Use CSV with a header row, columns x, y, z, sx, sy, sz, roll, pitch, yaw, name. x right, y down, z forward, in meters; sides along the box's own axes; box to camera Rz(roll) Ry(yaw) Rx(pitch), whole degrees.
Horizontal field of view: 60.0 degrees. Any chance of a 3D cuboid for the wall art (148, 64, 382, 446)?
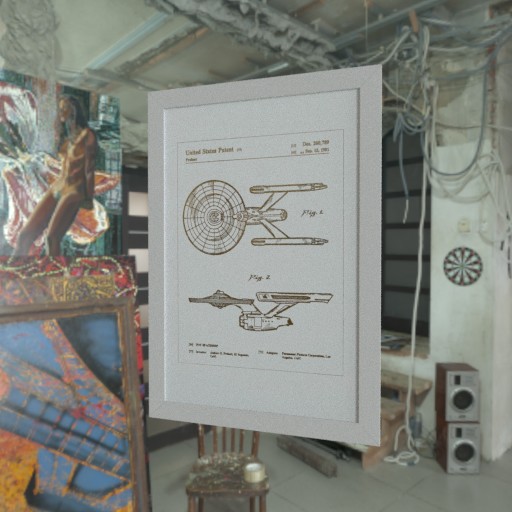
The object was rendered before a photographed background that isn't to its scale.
x,y,z,sx,sy,sz,roll,pitch,yaw,name
0.000,0.000,0.836,0.454,0.659,0.011,0,1,17,wall art
